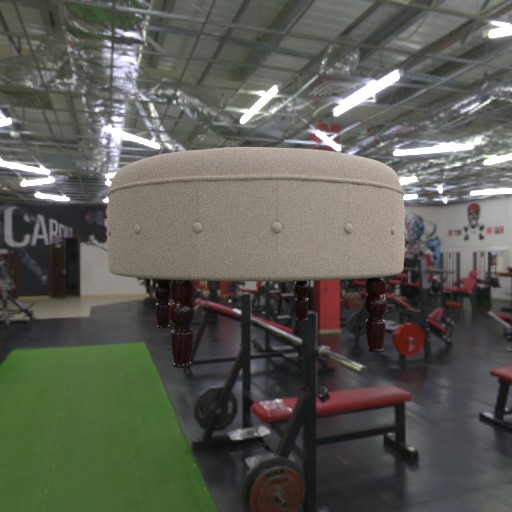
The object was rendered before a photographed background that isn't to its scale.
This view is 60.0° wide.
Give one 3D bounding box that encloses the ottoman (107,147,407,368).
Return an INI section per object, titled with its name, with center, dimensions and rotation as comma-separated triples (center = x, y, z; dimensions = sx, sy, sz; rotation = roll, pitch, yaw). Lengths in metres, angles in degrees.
[ottoman]
center = 0.000, 0.000, 1.335
dimensions = 0.848, 0.494, 0.848
rotation = 0, 1, 0
